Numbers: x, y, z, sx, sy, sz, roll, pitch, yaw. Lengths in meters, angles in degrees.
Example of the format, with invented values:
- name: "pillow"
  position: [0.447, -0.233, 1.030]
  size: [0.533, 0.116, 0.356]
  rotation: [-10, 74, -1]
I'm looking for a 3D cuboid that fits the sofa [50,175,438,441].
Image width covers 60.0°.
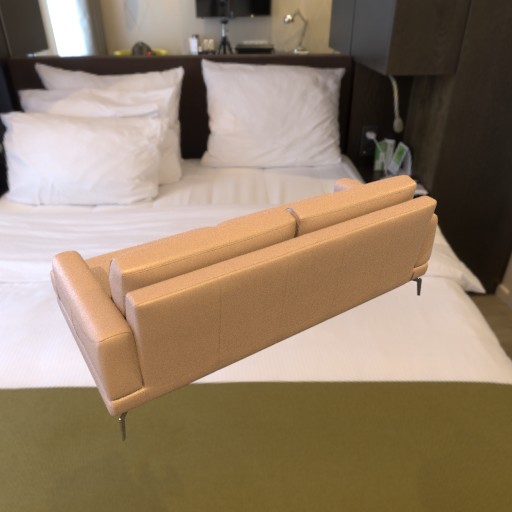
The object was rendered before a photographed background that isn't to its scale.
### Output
- name: "sofa"
  position: [0.000, 0.000, 2.389]
  size: [1.940, 0.765, 0.974]
  rotation: [-19, 35, -29]
